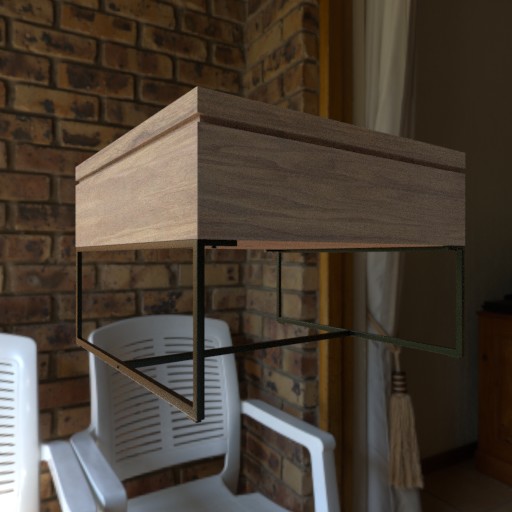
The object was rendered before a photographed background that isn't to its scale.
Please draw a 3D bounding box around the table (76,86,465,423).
[{"bbox_3d":[0.000,0.000,1.077,0.679,0.464,0.676,0,0,-35],"label":"table"}]
